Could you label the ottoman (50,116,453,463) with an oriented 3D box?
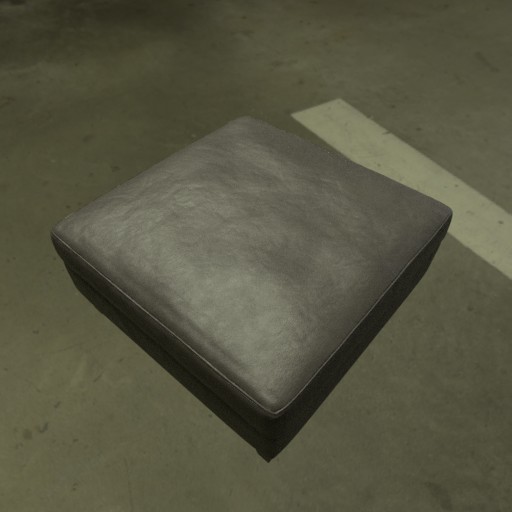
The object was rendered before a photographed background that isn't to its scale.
[{"bbox_3d":[0.000,0.000,1.345,0.836,0.415,0.844,32,55,27],"label":"ottoman"}]
